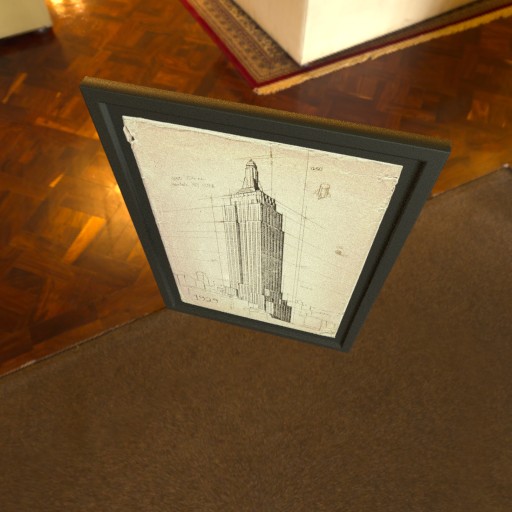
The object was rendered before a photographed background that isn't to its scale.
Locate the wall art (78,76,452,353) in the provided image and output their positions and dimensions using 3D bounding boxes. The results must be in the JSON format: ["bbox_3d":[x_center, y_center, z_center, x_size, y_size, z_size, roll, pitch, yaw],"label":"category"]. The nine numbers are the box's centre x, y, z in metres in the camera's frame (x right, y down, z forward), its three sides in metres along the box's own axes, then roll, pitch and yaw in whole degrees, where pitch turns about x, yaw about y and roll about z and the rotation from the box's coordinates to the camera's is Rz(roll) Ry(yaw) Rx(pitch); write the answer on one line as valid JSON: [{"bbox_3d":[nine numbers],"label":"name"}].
[{"bbox_3d":[0.000,0.000,0.535,0.303,0.431,0.013,13,59,8],"label":"wall art"}]
